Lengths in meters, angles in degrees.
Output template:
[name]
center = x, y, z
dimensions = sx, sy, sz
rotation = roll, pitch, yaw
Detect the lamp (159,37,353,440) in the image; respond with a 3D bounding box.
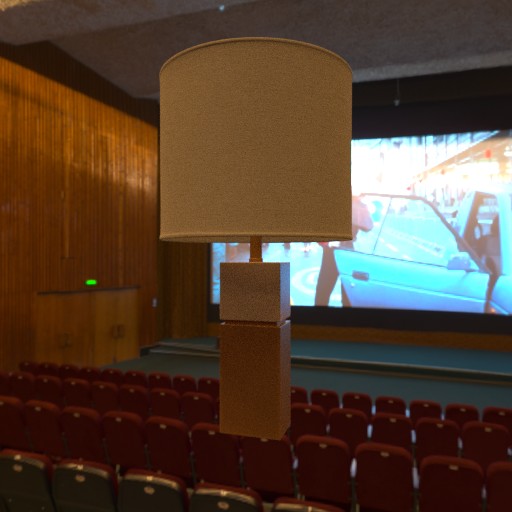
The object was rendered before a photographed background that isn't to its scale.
[lamp]
center = 0.000, 0.000, 0.536
dimensions = 0.229, 0.417, 0.229
rotation = 0, 0, 17
